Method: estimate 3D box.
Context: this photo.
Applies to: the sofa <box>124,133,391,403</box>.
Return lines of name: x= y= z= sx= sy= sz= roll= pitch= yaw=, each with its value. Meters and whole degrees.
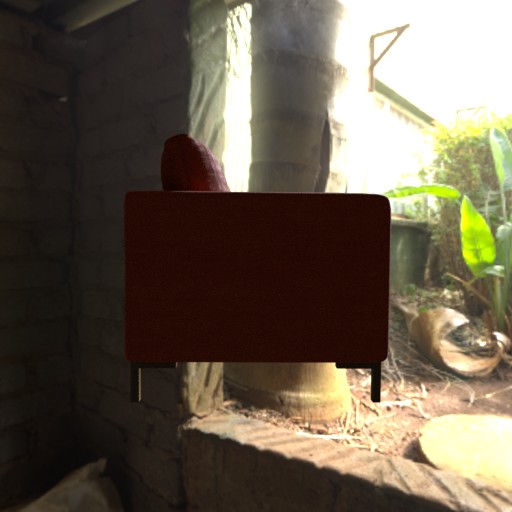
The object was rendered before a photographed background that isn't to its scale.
sofa: x=0.000 y=0.000 z=2.156 sx=0.864 sy=0.896 sz=1.574 roll=0 pitch=2 yaw=-1
